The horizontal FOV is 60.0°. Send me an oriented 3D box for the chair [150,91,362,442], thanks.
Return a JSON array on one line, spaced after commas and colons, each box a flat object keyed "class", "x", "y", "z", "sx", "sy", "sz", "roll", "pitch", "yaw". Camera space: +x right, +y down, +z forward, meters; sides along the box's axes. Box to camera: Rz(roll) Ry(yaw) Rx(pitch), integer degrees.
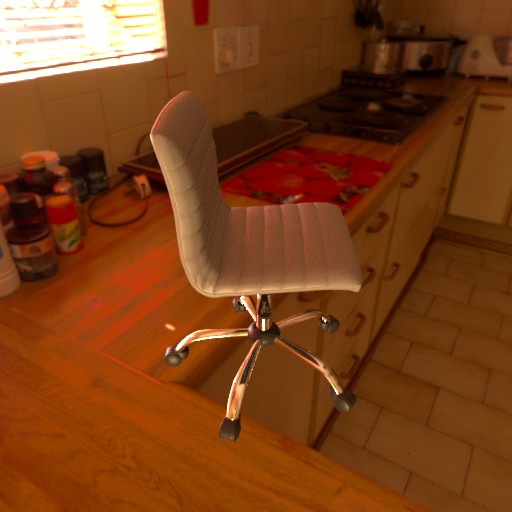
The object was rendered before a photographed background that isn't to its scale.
[{"class": "chair", "x": 0.000, "y": 0.000, "z": 1.135, "sx": 0.542, "sy": 0.750, "sz": 0.569, "roll": 1, "pitch": 31, "yaw": 1}]
